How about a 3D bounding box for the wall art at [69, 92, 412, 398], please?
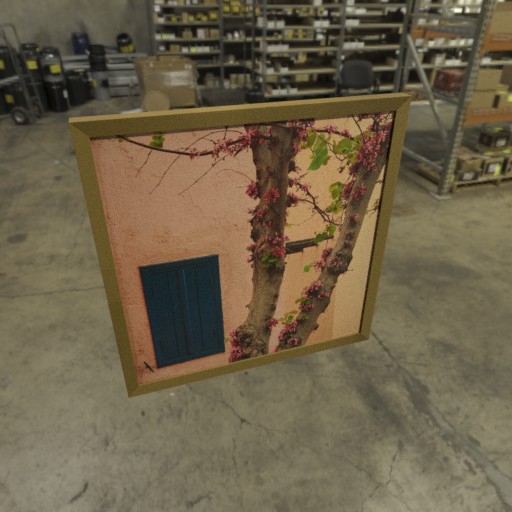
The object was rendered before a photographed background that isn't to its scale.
[{"bbox_3d":[0.000,0.000,1.158,0.762,0.762,0.038,-10,33,-16],"label":"wall art"}]
